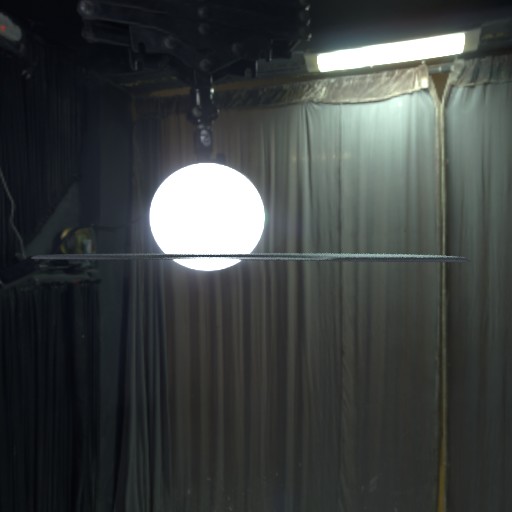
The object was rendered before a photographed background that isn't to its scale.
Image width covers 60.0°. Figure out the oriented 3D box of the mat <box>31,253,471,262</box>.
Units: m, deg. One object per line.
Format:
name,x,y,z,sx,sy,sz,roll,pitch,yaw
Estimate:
mat,0.000,0.000,1.885,1.525,0.016,0.917,0,1,15
